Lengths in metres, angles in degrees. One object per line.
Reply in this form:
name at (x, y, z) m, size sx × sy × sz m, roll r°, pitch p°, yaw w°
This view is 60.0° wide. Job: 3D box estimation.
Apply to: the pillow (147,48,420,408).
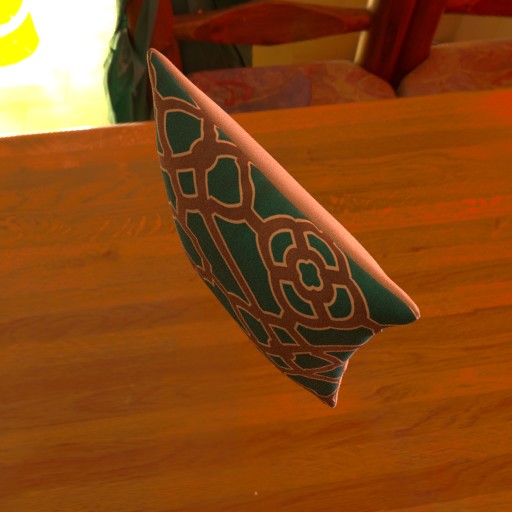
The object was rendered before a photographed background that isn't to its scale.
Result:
pillow at (0.000, 0.000, 0.766) m, size 0.166 × 0.507 × 0.526 m, roll -34°, pitch 67°, yaw -17°
